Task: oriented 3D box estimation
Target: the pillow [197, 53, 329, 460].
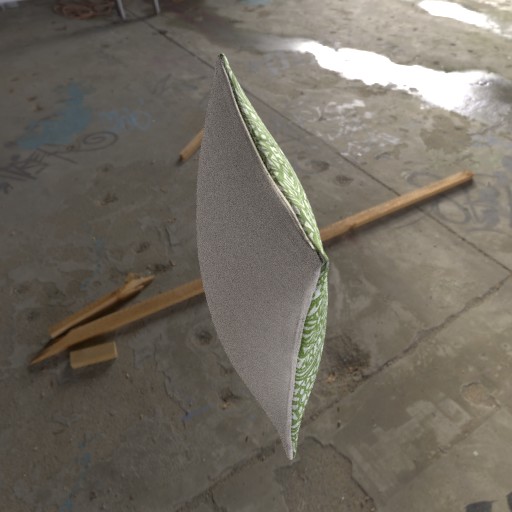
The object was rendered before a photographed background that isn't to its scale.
[{"bbox_3d":[0.000,0.000,0.646,0.162,0.419,0.440,-10,47,-10],"label":"pillow"}]
